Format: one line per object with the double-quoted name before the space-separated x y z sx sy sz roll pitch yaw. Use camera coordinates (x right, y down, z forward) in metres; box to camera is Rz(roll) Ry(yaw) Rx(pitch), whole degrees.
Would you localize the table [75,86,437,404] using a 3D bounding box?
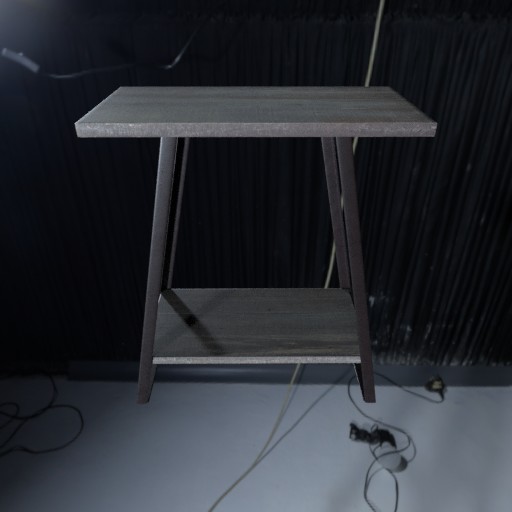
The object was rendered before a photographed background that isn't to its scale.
"table" 0.000 0.000 1.043 0.599 0.701 0.300 0 32 0
